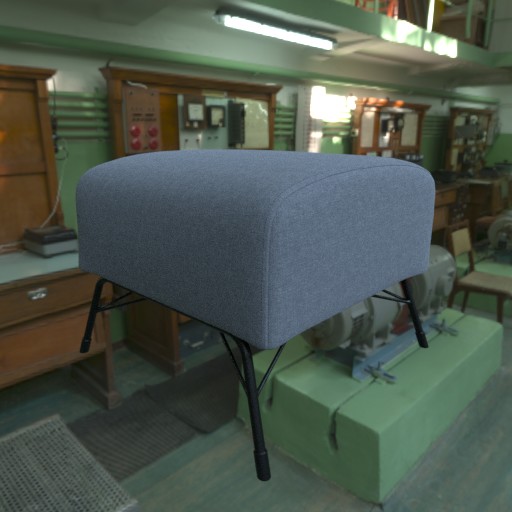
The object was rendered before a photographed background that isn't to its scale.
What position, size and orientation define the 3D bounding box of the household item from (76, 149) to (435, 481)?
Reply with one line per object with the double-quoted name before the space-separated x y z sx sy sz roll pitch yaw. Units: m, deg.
"household item" 0.000 0.000 0.887 0.530 0.410 0.530 14 21 41
